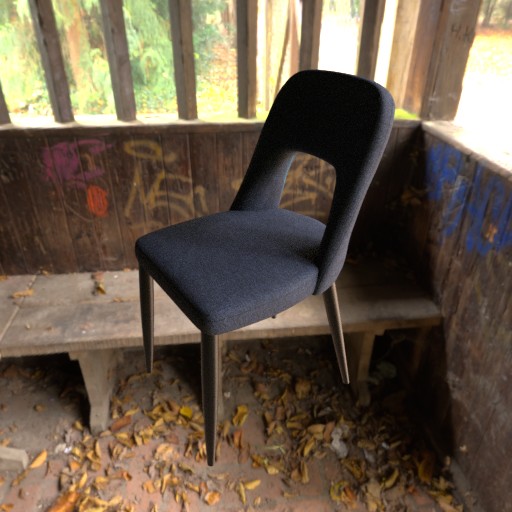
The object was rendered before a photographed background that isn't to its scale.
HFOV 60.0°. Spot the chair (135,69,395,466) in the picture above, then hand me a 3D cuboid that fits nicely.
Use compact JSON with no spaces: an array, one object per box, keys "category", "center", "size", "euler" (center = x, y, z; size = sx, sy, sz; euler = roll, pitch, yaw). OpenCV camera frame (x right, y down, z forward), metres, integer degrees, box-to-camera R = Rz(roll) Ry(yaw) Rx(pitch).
[{"category":"chair","center":[0.000,0.000,1.266],"size":[0.612,0.931,0.470],"euler":[-20,36,-29]}]
